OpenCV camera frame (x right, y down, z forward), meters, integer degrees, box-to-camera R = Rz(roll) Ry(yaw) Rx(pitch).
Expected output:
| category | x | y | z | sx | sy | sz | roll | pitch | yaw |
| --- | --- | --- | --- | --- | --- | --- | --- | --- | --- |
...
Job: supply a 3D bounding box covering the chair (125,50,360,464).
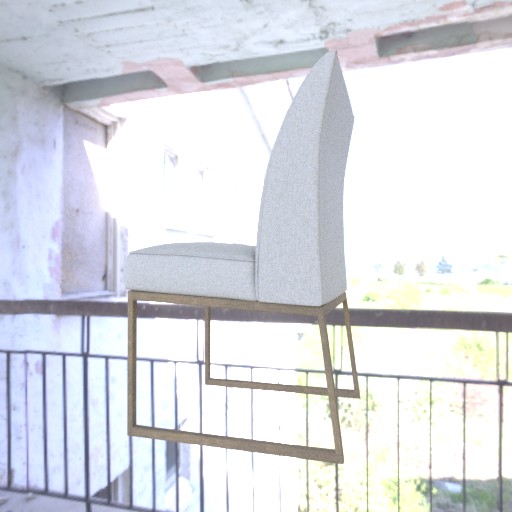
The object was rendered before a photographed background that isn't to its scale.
| category | x | y | z | sx | sy | sz | roll | pitch | yaw |
| --- | --- | --- | --- | --- | --- | --- | --- | --- | --- |
| chair | 0.000 | 0.000 | 1.217 | 0.522 | 0.863 | 0.508 | 0 | -1 | 17 |
